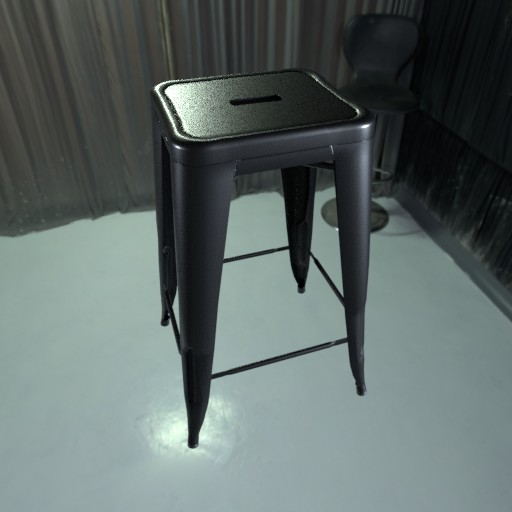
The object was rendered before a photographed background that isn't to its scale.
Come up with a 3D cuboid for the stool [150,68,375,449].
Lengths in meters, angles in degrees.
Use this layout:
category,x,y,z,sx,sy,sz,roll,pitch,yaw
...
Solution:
category,x,y,z,sx,sy,sz,roll,pitch,yaw
stool,0.000,0.000,0.855,0.399,0.609,0.359,-12,41,-14
